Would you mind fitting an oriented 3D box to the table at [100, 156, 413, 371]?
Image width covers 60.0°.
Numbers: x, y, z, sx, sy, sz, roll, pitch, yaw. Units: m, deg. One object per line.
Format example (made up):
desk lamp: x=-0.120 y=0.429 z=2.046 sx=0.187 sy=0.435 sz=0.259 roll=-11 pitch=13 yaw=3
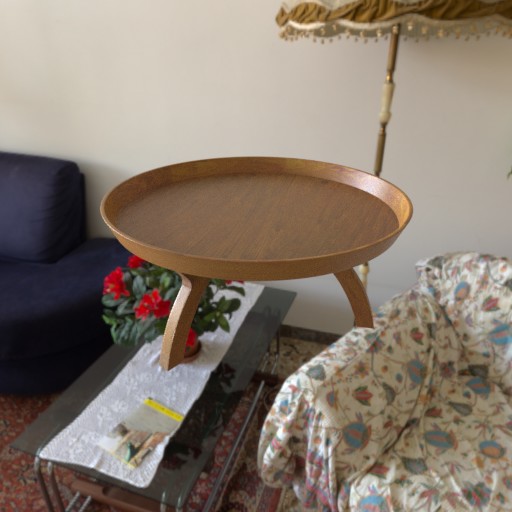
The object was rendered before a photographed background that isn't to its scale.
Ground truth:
table: x=0.000 y=0.000 z=1.582 sx=1.016 sy=0.470 sz=1.016 roll=0 pitch=26 yaw=0
